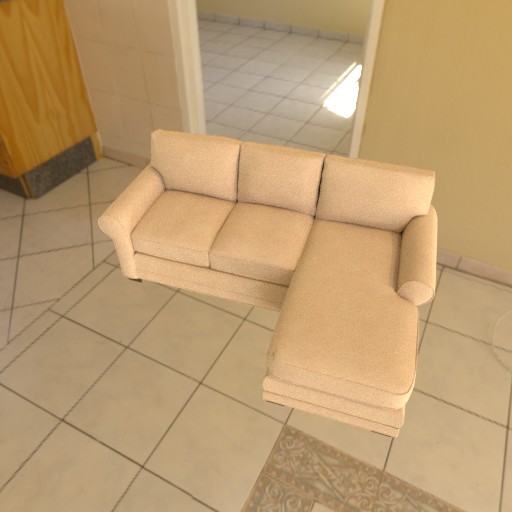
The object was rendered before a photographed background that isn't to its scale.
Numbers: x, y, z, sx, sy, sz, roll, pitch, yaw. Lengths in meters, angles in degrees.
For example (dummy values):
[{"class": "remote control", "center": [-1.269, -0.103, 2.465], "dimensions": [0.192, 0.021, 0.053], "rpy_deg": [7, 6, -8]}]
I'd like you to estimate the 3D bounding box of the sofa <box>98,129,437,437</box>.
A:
[{"class": "sofa", "center": [0.000, 0.000, 2.319], "dimensions": [1.770, 0.734, 1.226], "rpy_deg": [12, 44, 13]}]
